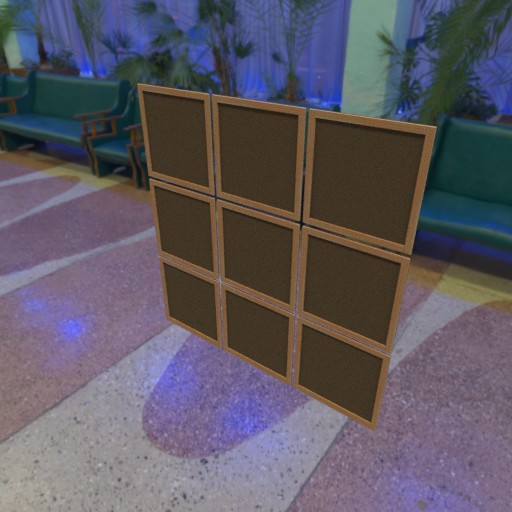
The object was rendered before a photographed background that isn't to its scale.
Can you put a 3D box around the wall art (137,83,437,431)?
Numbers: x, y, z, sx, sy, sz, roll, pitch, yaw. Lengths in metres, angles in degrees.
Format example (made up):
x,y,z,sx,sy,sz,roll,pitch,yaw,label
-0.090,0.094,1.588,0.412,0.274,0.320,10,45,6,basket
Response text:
x,y,z,sx,sy,sz,roll,pitch,yaw,label
0.000,0.000,2.267,1.520,1.525,0.013,20,36,31,wall art
